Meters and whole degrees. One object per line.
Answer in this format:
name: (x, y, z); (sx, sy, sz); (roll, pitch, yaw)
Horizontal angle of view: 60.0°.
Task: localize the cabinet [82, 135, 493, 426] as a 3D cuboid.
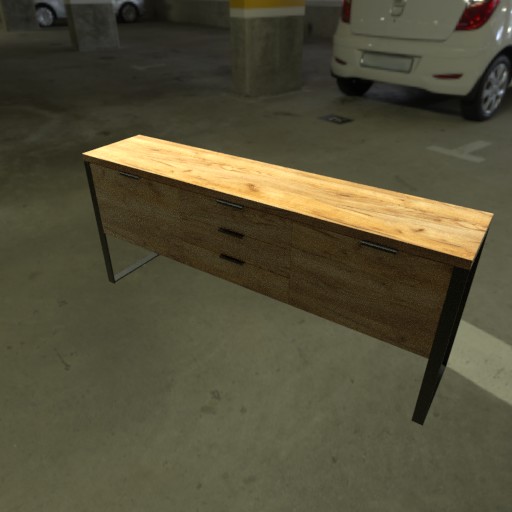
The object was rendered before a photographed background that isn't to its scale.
cabinet: (0.000, 0.000, 2.084); (1.800, 0.762, 0.395); (19, 36, 28)
